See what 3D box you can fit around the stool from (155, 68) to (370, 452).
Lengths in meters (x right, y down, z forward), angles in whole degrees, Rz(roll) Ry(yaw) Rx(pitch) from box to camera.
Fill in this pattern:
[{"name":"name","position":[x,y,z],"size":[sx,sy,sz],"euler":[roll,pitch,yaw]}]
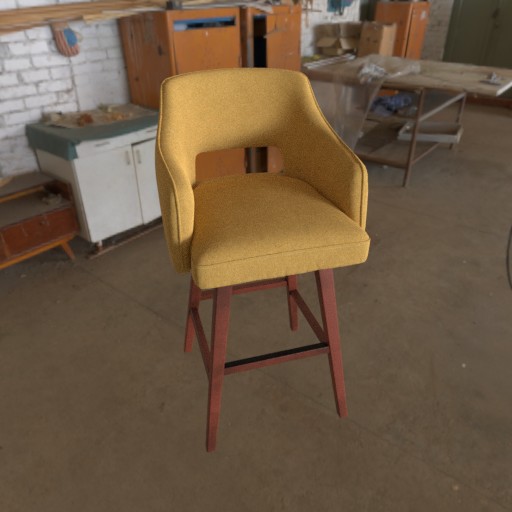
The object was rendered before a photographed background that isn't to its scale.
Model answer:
[{"name":"stool","position":[0.000,0.000,1.375],"size":[0.548,1.012,0.558],"euler":[-9,32,-14]}]
